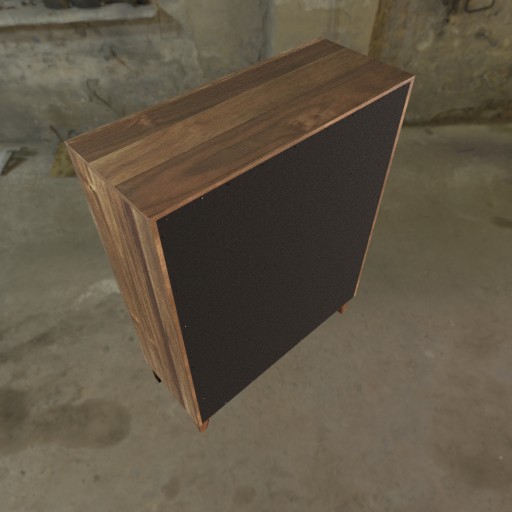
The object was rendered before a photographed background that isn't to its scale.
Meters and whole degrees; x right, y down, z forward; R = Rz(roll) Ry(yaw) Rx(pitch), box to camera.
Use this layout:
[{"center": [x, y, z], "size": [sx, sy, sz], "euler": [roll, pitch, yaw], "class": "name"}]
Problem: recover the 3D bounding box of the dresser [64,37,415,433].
[{"center": [0.000, 0.000, 1.885], "size": [1.062, 1.393, 0.442], "euler": [-34, 56, -27], "class": "dresser"}]
